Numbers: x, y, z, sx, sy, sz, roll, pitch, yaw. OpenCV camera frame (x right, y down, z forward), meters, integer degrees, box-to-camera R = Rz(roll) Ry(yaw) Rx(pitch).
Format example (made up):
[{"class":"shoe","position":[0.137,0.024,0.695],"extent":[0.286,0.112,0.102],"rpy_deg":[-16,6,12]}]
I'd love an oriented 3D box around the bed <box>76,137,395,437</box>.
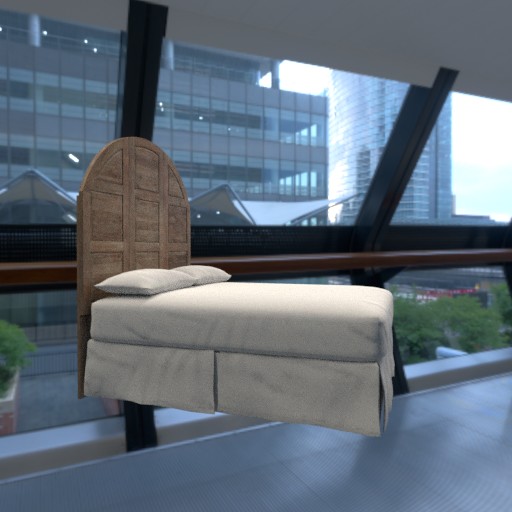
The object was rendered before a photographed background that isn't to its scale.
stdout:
[{"class":"bed","position":[0.000,0.000,3.537],"extent":[2.112,2.002,1.713],"rpy_deg":[0,1,19]}]
